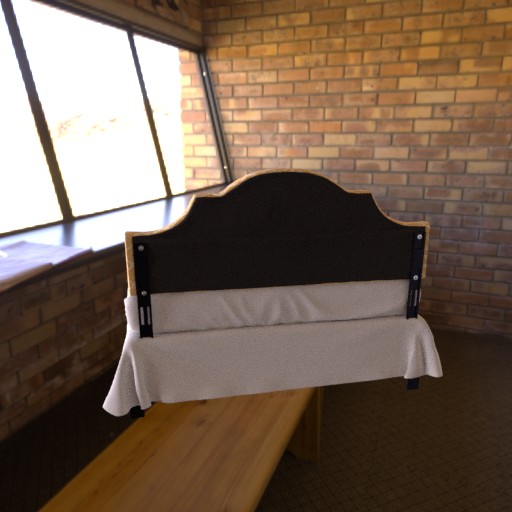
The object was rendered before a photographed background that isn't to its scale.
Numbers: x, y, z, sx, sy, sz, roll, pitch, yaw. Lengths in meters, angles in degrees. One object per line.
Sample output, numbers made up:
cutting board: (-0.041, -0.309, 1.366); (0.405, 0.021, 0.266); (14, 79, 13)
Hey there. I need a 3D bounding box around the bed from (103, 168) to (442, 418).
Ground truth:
bed: (0.000, 0.000, 3.795); (2.314, 1.601, 2.222); (-3, 15, -10)
